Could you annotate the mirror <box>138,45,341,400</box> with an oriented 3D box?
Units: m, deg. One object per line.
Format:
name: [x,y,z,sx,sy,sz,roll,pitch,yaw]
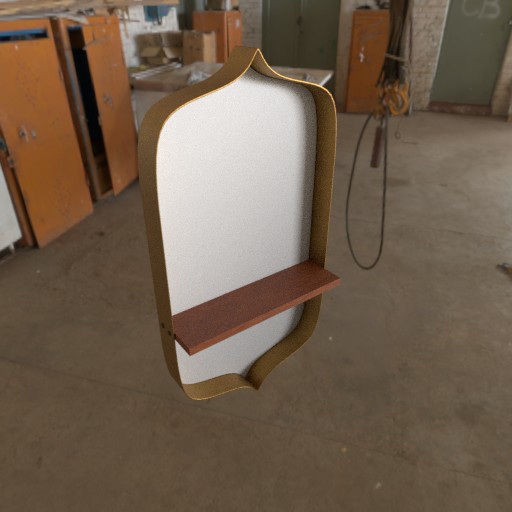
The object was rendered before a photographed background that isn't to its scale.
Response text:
mirror: [0.000,0.000,0.719,0.323,0.613,0.096,-21,36,-31]
